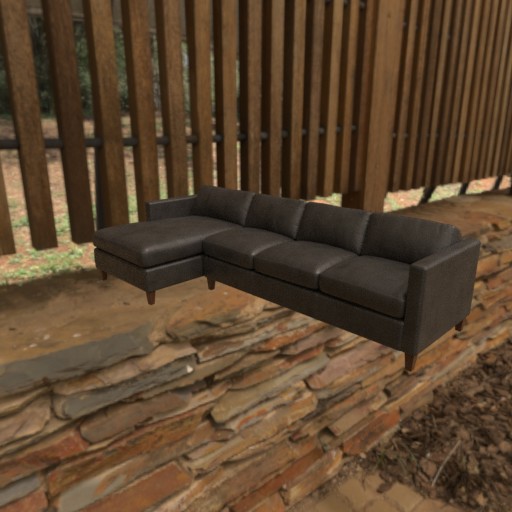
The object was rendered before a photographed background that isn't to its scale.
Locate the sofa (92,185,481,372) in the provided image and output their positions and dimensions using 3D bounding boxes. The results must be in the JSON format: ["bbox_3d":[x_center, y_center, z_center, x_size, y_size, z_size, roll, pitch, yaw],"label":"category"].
[{"bbox_3d":[0.000,0.000,3.949,1.581,0.883,3.203,-16,24,-42],"label":"sofa"}]
